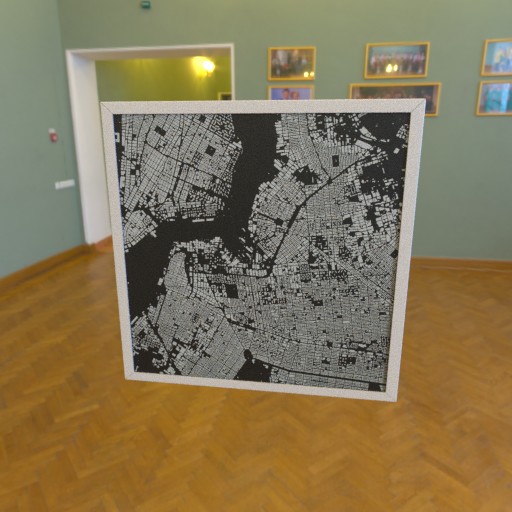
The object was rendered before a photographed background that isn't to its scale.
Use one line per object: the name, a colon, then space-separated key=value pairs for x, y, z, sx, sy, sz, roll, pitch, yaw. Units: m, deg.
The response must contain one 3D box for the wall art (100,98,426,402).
wall art: x=0.000 y=0.000 z=1.152 sx=0.761 sy=0.762 sz=0.050 roll=2 pitch=16 yaw=8
